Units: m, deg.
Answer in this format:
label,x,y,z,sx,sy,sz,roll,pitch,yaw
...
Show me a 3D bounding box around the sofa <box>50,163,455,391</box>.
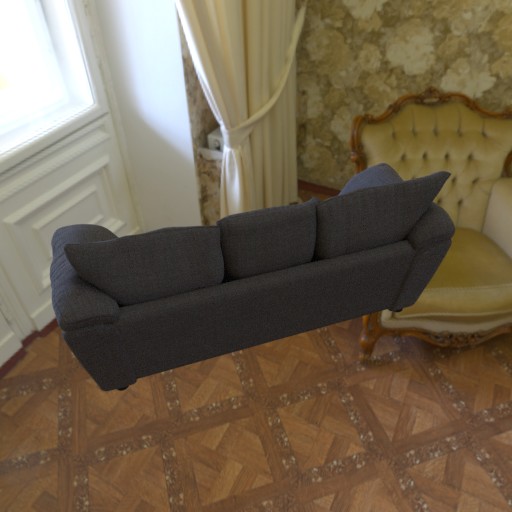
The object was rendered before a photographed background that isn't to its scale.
label,x,y,z,sx,sy,sz,roll,pitch,yaw
sofa,0.000,0.000,2.795,2.336,1.080,0.883,-13,42,-14
